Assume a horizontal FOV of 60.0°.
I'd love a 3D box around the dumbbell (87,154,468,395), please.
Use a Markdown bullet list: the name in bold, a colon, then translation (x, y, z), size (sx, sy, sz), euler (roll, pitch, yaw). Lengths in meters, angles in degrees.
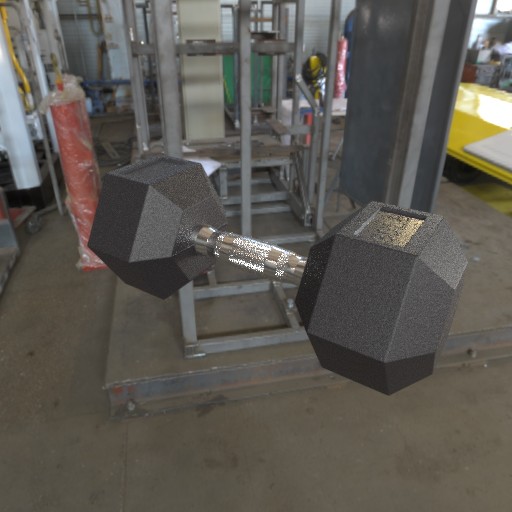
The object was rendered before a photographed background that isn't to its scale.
- **dumbbell**: translation (0.000, 0.000, 0.402), size (0.337, 0.123, 0.142), euler (18, 34, 28)
